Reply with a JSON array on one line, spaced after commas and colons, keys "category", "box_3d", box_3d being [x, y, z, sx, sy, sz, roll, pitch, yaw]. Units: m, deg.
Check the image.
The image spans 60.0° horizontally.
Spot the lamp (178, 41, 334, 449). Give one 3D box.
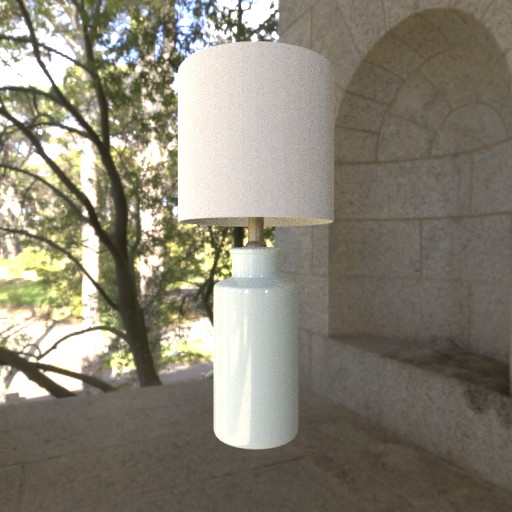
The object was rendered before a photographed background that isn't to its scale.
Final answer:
[{"category": "lamp", "box_3d": [0.000, 0.000, 0.614, 0.212, 0.493, 0.212, 1, 1, 36]}]
